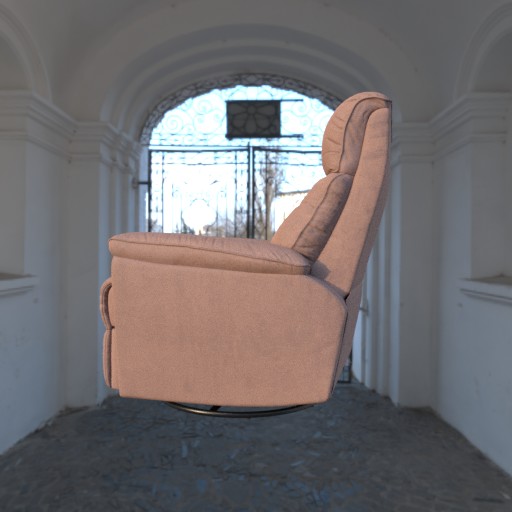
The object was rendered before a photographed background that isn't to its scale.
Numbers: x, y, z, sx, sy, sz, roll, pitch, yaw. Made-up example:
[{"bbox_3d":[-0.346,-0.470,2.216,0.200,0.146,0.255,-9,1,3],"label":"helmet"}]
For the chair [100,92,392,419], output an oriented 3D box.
[{"bbox_3d":[0.000,0.000,1.711,1.004,1.037,0.820,0,0,17],"label":"chair"}]
